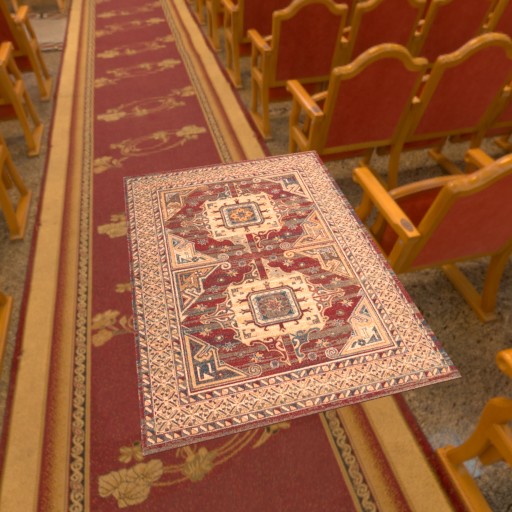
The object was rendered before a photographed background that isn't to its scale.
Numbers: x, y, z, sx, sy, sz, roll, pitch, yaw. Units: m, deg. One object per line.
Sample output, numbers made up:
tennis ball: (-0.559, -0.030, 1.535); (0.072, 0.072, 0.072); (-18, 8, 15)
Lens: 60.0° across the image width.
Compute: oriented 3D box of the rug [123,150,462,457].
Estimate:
rug: (0.000, 0.000, 2.873); (1.599, 0.011, 2.210); (-10, 46, -10)
